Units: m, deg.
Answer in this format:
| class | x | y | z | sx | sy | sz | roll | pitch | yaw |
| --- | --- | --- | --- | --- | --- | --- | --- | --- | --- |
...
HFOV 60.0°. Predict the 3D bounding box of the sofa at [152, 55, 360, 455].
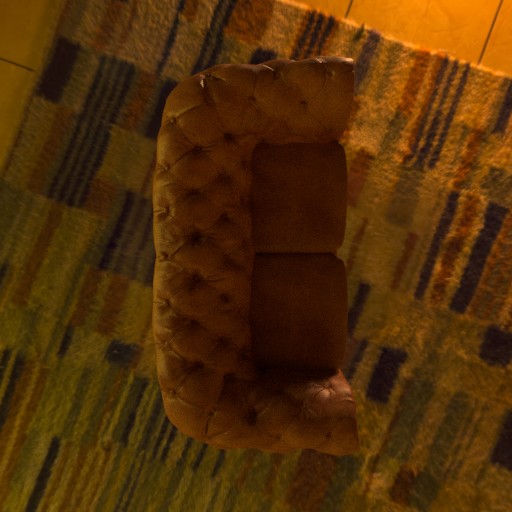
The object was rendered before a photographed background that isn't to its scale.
| class | x | y | z | sx | sy | sz | roll | pitch | yaw |
| --- | --- | --- | --- | --- | --- | --- | --- | --- | --- |
| sofa | 0.000 | 0.000 | 2.538 | 1.042 | 0.877 | 1.979 | 0 | 90 | 2 |
